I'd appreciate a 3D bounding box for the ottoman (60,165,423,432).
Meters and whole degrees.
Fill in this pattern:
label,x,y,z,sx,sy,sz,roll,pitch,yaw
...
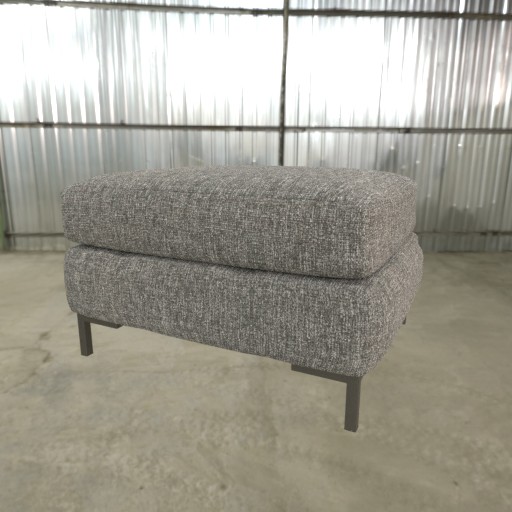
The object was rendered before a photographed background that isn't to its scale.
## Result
label,x,y,z,sx,sy,sz,roll,pitch,yaw
ottoman,0.000,0.000,1.219,0.828,0.480,0.683,7,15,26
